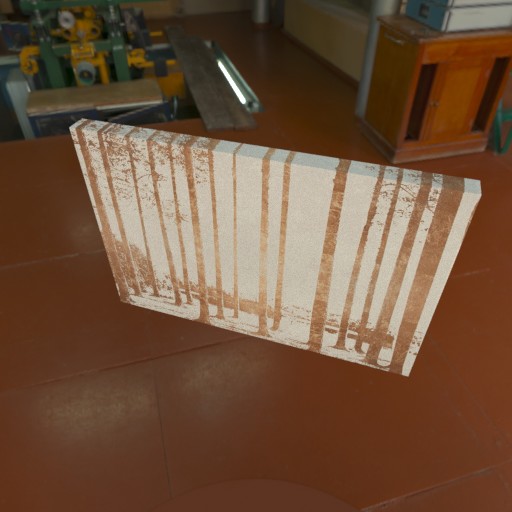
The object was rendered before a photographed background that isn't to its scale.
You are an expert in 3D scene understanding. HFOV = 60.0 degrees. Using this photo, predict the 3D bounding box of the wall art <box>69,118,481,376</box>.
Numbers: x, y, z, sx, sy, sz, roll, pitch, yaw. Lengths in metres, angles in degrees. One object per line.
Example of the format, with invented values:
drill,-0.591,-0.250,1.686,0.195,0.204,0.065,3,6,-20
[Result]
wall art,0.000,0.000,0.776,0.609,0.405,0.035,12,43,13
